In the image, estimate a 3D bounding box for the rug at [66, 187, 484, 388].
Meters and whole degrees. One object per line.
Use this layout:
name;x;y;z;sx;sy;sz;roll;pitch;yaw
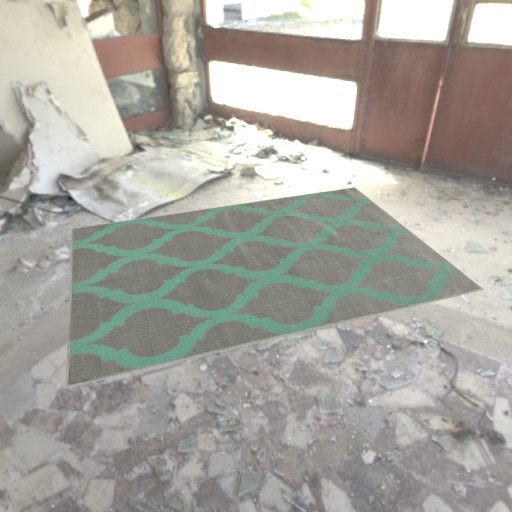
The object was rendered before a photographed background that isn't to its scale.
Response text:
rug;0.000;0.000;2.879;2.286;0.006;1.524;-10;34;-15
